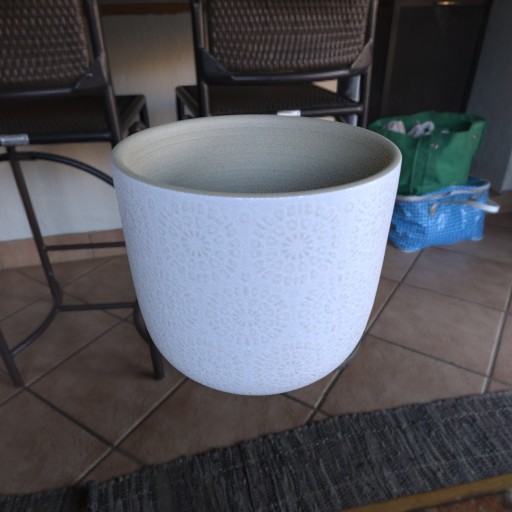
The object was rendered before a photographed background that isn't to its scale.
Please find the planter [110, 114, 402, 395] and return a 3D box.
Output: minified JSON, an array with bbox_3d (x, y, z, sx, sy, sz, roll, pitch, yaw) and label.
[{"bbox_3d":[0.000,0.000,0.374,0.208,0.190,0.208,0,29,0],"label":"planter"}]
